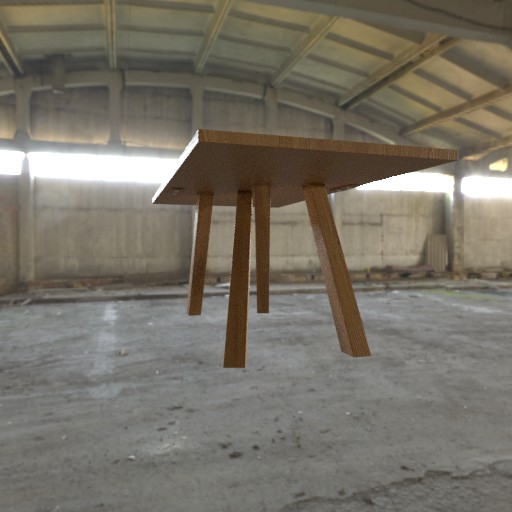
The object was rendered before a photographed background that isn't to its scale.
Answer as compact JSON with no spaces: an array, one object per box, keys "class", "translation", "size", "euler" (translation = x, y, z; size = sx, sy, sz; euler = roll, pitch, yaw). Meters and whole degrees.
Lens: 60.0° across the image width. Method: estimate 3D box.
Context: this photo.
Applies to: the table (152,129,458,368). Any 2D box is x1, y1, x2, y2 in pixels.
[{"class":"table","translation":[0.000,0.000,2.255],"size":[0.901,0.750,1.797],"euler":[0,1,-17]}]
